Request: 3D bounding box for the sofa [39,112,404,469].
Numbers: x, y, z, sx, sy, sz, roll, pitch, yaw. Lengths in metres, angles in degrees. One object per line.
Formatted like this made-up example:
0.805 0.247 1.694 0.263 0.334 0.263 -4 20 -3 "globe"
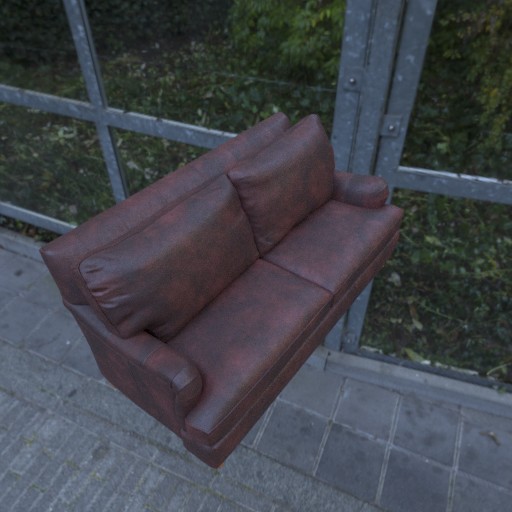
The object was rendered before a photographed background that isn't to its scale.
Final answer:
0.000 0.000 2.793 1.147 1.071 2.144 27 48 27 "sofa"
